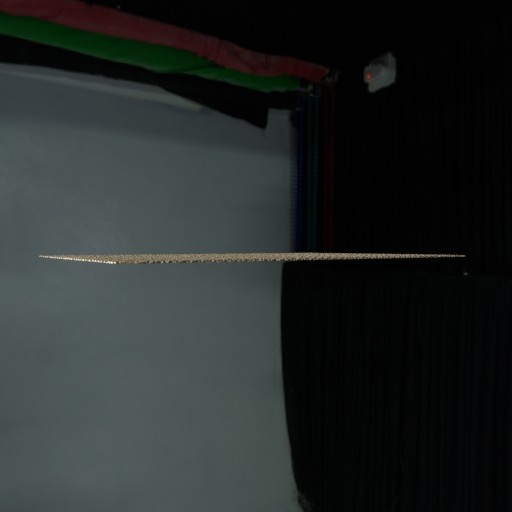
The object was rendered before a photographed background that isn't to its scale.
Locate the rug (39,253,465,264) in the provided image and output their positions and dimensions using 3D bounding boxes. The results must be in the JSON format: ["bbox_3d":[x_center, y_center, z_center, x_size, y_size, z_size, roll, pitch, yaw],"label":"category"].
[{"bbox_3d":[0.000,0.000,2.266,1.828,0.008,1.219,-1,1,-36],"label":"rug"}]
